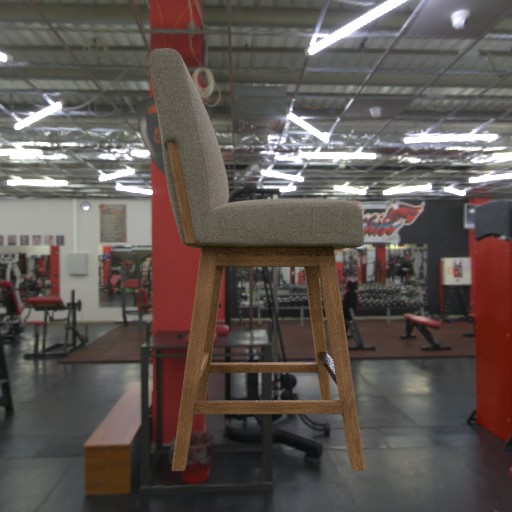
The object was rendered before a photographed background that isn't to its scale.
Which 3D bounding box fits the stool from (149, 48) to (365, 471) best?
[{"bbox_3d":[0.000,0.000,1.270,0.526,1.010,0.459,0,-1,-1],"label":"stool"}]
